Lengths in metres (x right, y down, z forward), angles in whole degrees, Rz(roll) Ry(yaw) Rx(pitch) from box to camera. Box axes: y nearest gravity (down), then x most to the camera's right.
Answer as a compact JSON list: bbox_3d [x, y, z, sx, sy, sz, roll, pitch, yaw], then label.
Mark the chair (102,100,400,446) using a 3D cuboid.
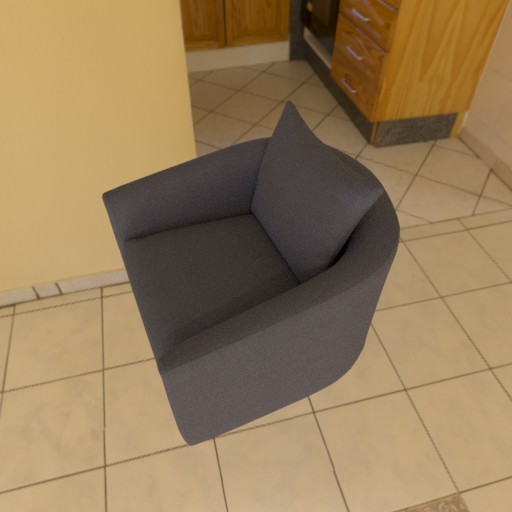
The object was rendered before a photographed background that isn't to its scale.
[{"bbox_3d":[0.000,0.000,1.633,0.910,0.848,0.845,-18,49,-16],"label":"chair"}]
